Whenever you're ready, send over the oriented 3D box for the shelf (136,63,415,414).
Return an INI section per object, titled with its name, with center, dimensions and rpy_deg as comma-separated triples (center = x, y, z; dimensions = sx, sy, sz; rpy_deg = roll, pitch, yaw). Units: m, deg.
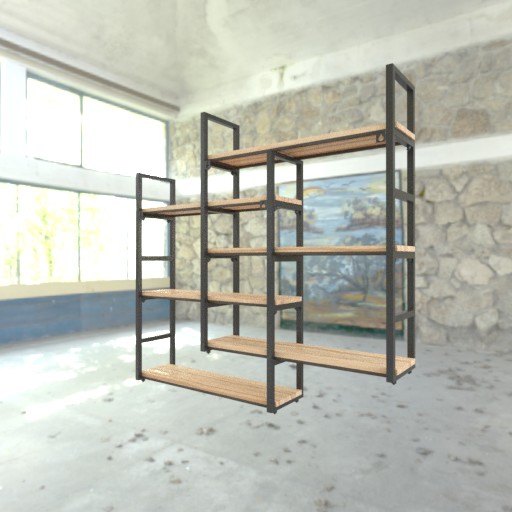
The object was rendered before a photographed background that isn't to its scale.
[shelf]
center = 0.000, 0.000, 1.406
dimensions = 0.946, 0.921, 0.183
rpy_deg = 0, 0, 36
